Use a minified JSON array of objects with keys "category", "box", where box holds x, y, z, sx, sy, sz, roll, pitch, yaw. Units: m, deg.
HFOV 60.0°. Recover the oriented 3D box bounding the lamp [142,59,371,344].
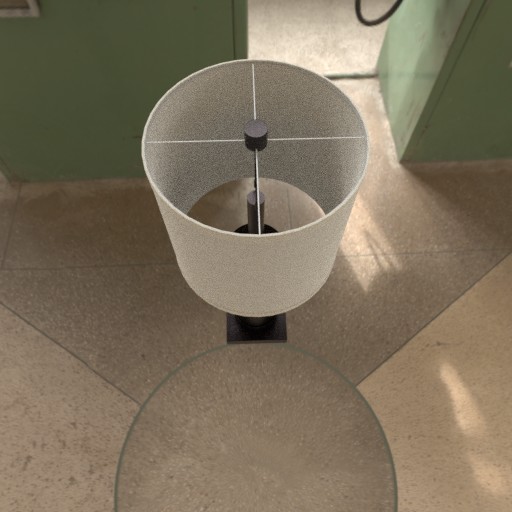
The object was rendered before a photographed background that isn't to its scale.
[{"category":"lamp","box":[0.000,0.000,0.625,0.211,0.509,0.211,-2,63,-1]}]
